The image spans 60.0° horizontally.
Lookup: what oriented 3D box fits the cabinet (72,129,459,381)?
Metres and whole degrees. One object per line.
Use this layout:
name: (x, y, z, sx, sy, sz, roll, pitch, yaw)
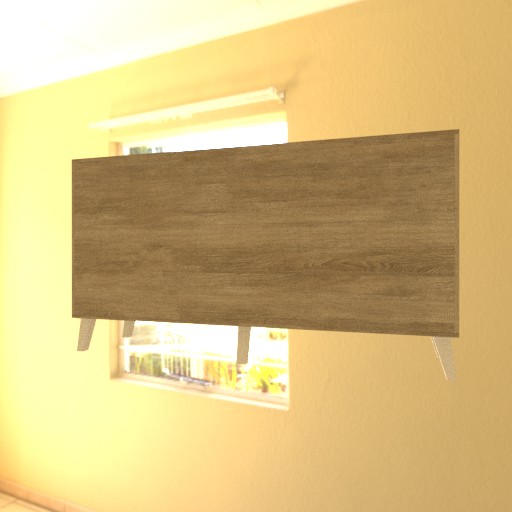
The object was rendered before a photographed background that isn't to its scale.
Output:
cabinet: (0.000, 0.000, 1.972, 1.600, 0.870, 0.450, 0, 0, 17)
